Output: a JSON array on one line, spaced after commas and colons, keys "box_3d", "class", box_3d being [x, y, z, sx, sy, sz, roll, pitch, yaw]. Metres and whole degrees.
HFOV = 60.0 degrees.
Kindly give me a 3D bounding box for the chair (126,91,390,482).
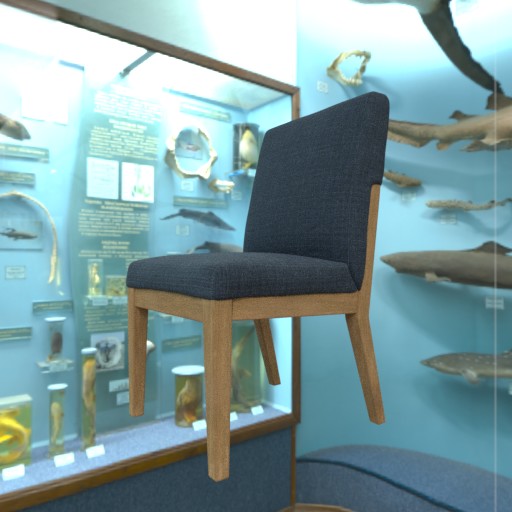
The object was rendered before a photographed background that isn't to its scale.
[{"box_3d": [0.000, 0.000, 1.246, 0.586, 0.911, 0.507, 0, 0, -37], "class": "chair"}]
